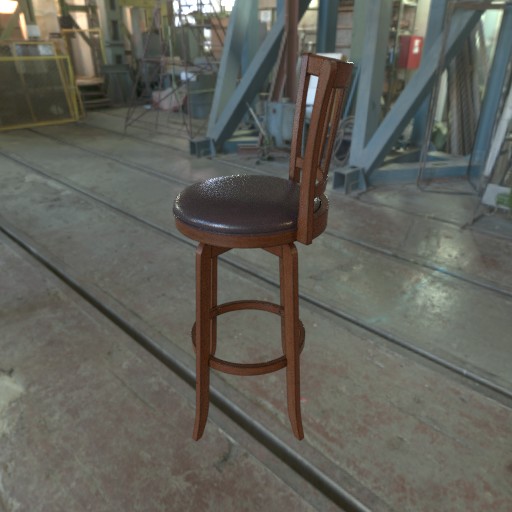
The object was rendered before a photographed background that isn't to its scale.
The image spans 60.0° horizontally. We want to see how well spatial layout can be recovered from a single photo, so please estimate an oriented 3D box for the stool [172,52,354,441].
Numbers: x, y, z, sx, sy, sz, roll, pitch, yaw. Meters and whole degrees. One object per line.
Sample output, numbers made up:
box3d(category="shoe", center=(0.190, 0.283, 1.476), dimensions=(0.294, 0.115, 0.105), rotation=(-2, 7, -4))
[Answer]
box3d(category="stool", center=(0.000, 0.000, 1.424), dimensions=(0.503, 1.177, 0.464), rotation=(0, 26, 0))
